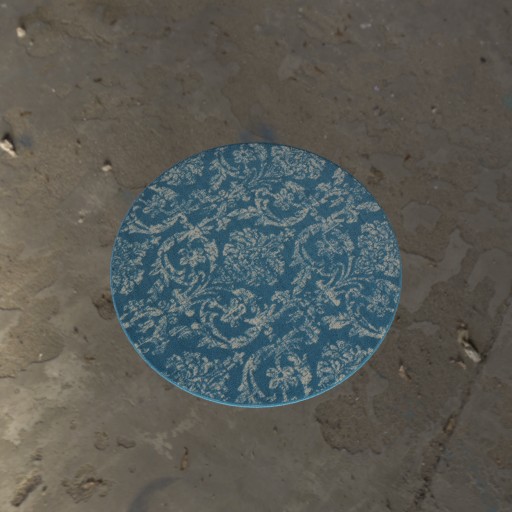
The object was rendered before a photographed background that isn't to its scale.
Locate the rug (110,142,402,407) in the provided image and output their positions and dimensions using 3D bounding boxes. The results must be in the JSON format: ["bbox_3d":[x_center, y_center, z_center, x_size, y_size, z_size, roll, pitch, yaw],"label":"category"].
[{"bbox_3d":[0.000,0.000,2.445,1.593,0.012,1.593,0,64,0],"label":"rug"}]
